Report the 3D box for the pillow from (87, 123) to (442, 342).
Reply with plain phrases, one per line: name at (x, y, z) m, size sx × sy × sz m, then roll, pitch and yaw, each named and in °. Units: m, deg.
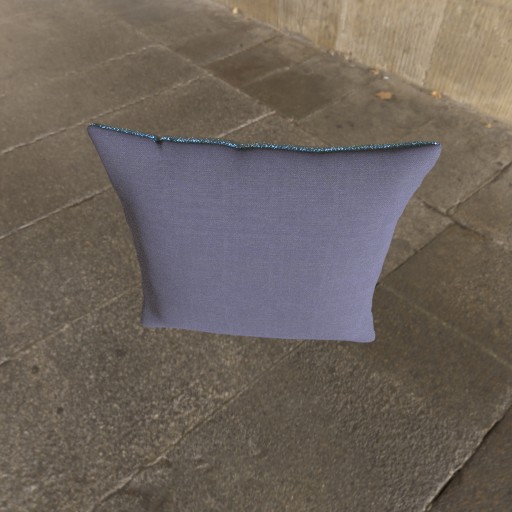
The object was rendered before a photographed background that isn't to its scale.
pillow at (0.000, 0.000, 0.673) m, size 0.436 × 0.430 × 0.138 m, roll 3°, pitch 47°, yaw 3°
